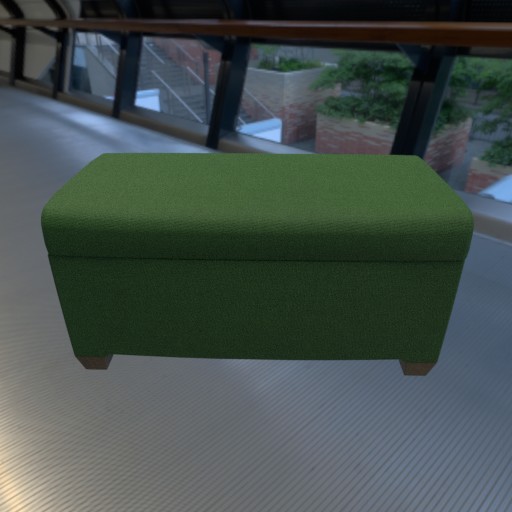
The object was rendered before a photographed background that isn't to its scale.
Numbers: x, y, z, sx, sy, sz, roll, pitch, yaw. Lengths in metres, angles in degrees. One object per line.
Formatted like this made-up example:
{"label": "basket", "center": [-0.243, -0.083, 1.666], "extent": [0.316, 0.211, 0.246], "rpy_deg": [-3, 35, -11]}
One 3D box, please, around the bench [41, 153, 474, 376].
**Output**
{"label": "bench", "center": [0.000, 0.000, 1.273], "extent": [0.989, 0.501, 0.505], "rpy_deg": [1, 30, 1]}
